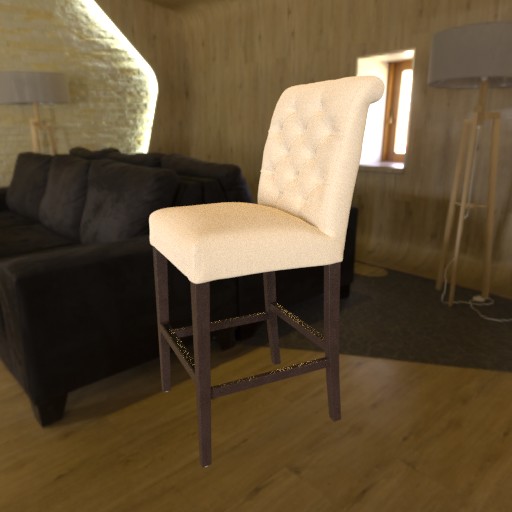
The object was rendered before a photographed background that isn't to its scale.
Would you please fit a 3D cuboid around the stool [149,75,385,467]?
[{"bbox_3d":[0.000,0.000,1.478,0.610,1.118,0.482,-8,17,-25],"label":"stool"}]
